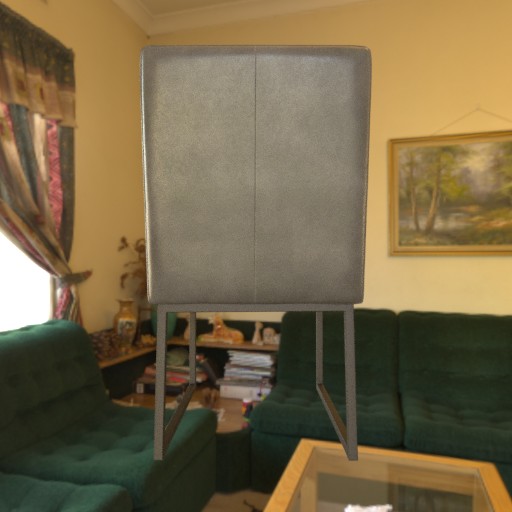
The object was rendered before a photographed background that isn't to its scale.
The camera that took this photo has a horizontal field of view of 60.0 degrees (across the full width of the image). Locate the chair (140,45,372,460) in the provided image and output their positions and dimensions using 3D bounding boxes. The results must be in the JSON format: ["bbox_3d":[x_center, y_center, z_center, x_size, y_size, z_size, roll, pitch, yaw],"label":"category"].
[{"bbox_3d":[0.000,0.000,1.262,0.520,0.930,0.634,0,0,0],"label":"chair"}]
